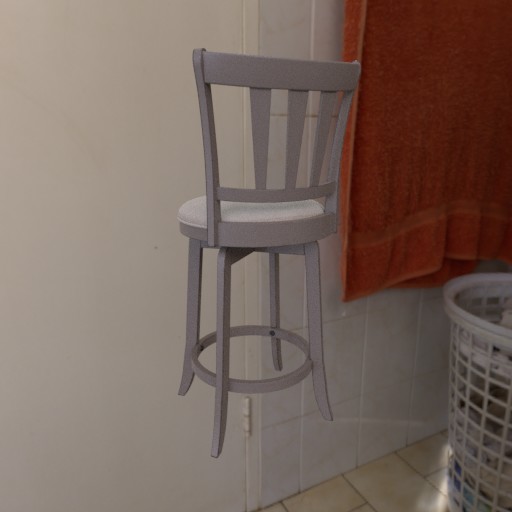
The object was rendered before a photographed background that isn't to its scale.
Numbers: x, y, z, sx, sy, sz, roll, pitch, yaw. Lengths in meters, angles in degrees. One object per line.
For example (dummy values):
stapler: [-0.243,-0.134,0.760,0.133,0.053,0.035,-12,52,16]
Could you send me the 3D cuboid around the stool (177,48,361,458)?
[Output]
stool: [0.000,0.000,1.277,0.436,1.023,0.475,-7,17,-24]
